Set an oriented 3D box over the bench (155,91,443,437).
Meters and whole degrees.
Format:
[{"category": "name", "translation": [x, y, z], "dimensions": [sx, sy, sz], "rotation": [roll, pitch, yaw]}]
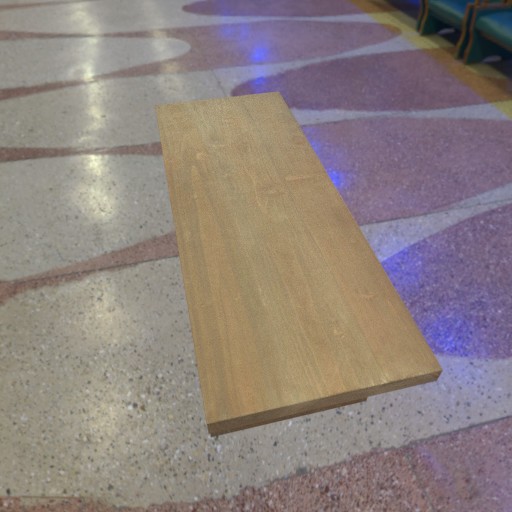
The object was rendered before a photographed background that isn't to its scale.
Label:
[{"category": "bench", "translation": [0.000, 0.000, 1.377], "dimensions": [0.458, 0.458, 1.183], "rotation": [-10, 47, -9]}]
